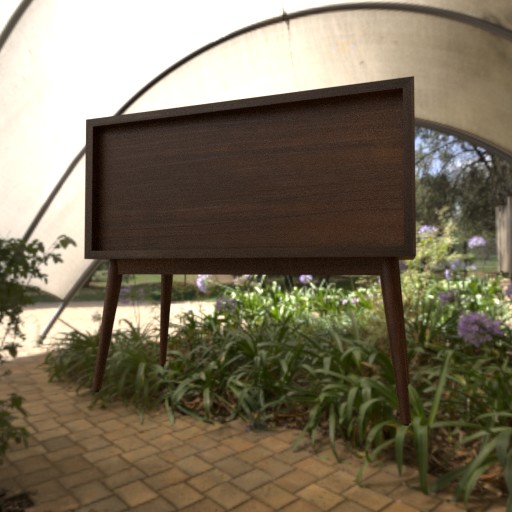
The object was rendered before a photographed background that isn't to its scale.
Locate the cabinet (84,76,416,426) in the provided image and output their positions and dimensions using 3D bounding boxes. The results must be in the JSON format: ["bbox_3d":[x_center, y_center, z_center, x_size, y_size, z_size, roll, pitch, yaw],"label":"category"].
[{"bbox_3d":[0.000,0.000,1.104,0.743,0.654,0.354,-1,-2,19],"label":"cabinet"}]
